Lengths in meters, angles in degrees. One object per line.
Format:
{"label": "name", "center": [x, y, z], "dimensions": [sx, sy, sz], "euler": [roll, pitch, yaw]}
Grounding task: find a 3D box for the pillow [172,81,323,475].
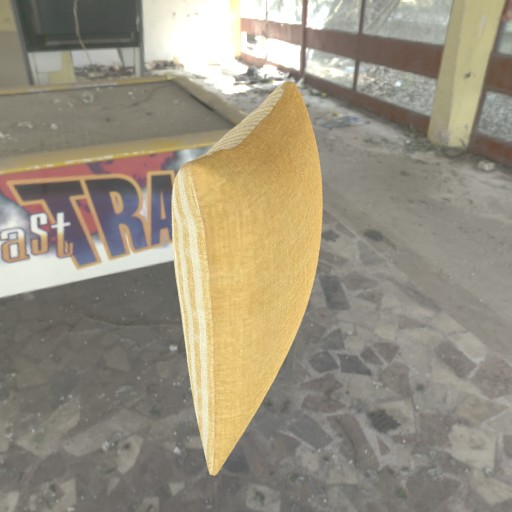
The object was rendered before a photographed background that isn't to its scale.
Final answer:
{"label": "pillow", "center": [0.000, 0.000, 0.628], "dimensions": [0.173, 0.407, 0.419], "euler": [8, 32, 13]}
